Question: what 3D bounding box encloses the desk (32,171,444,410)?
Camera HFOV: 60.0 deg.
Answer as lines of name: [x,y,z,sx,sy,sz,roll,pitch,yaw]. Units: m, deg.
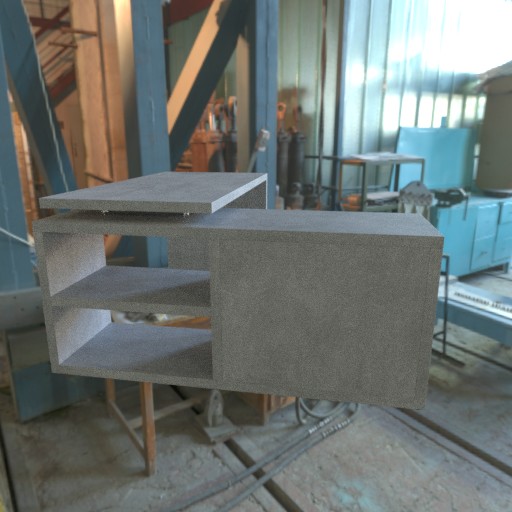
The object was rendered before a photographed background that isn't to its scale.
desk: [0.000,0.000,2.313,1.500,0.740,1.400,3,15,10]
